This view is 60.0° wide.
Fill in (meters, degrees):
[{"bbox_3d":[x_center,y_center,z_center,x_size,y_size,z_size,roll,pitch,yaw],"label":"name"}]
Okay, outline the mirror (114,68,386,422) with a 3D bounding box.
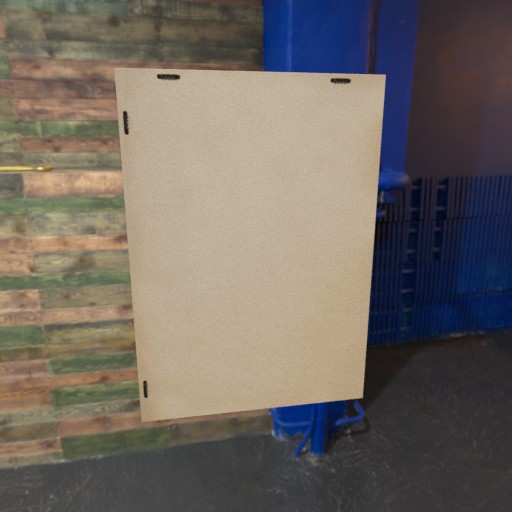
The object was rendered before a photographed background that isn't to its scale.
[{"bbox_3d":[0.000,0.000,0.921,0.508,0.711,0.039,-3,15,-10],"label":"mirror"}]
